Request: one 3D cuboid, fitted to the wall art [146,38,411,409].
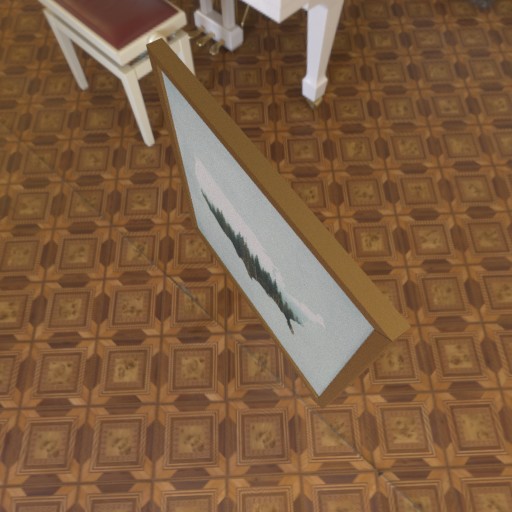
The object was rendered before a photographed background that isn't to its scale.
[{"bbox_3d":[0.000,0.000,1.132,0.038,0.762,0.762,-31,68,-14],"label":"wall art"}]
